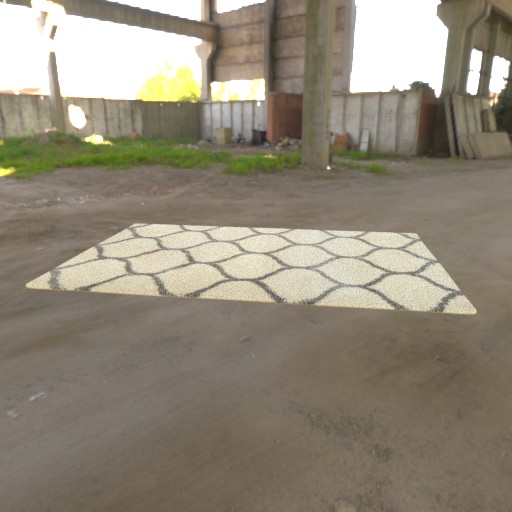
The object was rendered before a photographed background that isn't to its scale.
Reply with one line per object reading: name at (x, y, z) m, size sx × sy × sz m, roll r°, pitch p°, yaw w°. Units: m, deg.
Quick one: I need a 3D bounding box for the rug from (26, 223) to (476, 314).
rug at (0.000, 0.000, 2.970) m, size 2.348 × 0.024 × 1.501 m, roll 3°, pitch 18°, yaw 8°
